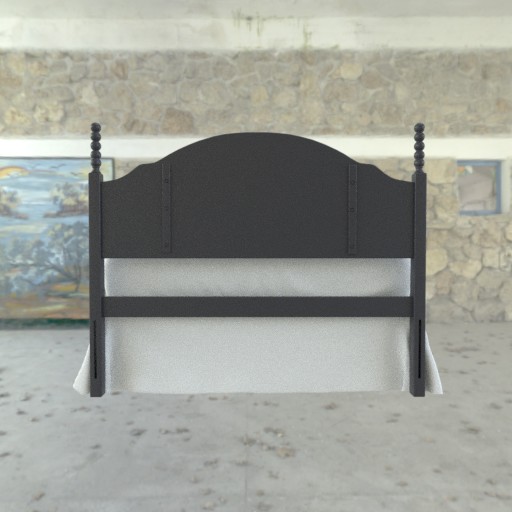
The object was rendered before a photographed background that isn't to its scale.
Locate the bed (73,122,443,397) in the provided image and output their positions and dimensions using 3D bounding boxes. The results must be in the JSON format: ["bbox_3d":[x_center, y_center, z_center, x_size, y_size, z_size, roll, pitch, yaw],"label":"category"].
[{"bbox_3d":[0.000,0.000,3.183,1.873,1.356,2.040,0,1,0],"label":"bed"}]
